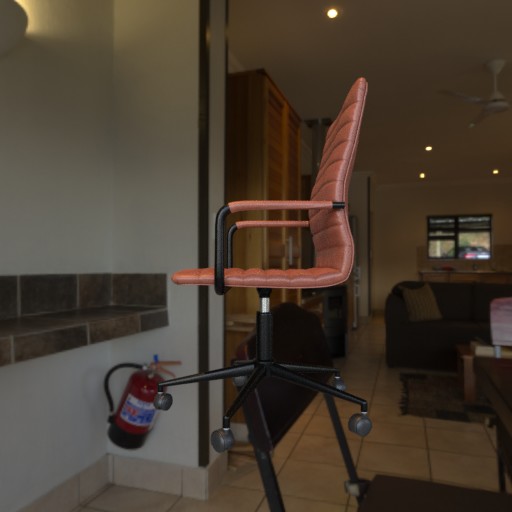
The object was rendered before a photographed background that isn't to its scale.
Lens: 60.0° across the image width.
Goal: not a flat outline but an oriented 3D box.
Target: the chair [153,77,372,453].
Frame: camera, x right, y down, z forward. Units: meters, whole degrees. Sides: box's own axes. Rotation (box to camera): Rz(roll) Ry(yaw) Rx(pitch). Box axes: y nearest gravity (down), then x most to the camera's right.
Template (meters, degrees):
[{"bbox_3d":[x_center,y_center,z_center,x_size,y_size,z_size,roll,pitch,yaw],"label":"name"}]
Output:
[{"bbox_3d":[0.000,0.000,1.266,0.578,0.878,0.600,0,-2,0],"label":"chair"}]
